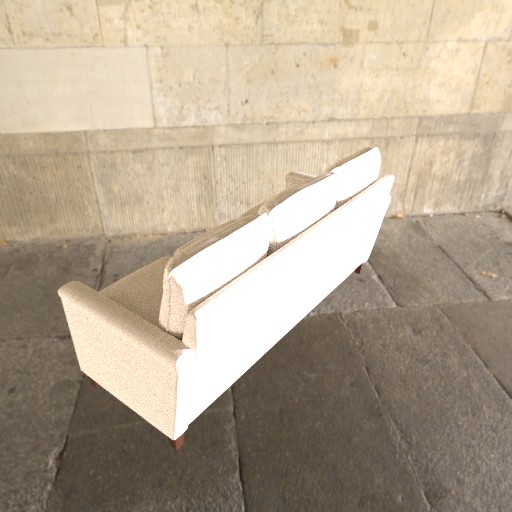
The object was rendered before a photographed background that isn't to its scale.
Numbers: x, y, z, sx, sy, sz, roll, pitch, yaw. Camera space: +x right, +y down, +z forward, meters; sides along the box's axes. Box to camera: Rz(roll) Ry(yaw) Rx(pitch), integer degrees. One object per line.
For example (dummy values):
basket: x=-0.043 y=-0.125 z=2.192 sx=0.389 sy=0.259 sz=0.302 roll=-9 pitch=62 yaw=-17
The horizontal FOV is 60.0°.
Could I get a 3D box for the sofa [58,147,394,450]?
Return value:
sofa: x=0.000 y=0.000 z=2.503 sx=0.828 sy=0.961 sz=1.925 roll=22 pitch=37 yaw=32
